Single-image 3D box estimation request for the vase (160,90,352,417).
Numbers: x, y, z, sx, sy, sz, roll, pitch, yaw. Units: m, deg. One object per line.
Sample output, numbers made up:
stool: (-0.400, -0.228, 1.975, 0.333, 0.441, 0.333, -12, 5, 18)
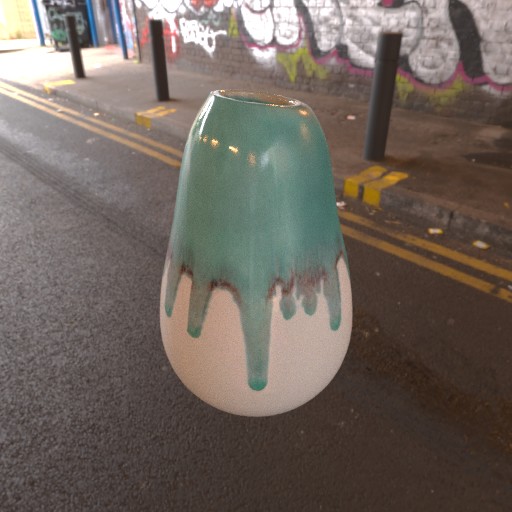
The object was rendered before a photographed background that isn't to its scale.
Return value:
vase: (0.000, 0.000, 0.253, 0.116, 0.179, 0.116, 0, 30, 0)
